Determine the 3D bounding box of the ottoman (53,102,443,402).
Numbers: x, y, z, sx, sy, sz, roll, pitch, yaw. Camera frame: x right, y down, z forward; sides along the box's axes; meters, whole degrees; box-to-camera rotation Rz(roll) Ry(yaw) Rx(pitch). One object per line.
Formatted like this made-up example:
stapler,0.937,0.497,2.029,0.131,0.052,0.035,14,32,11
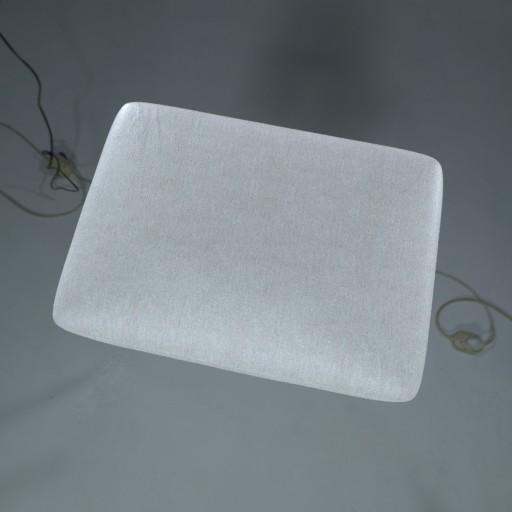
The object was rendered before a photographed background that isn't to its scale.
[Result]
ottoman,0.000,0.000,1.029,0.735,0.404,0.528,11,75,3
